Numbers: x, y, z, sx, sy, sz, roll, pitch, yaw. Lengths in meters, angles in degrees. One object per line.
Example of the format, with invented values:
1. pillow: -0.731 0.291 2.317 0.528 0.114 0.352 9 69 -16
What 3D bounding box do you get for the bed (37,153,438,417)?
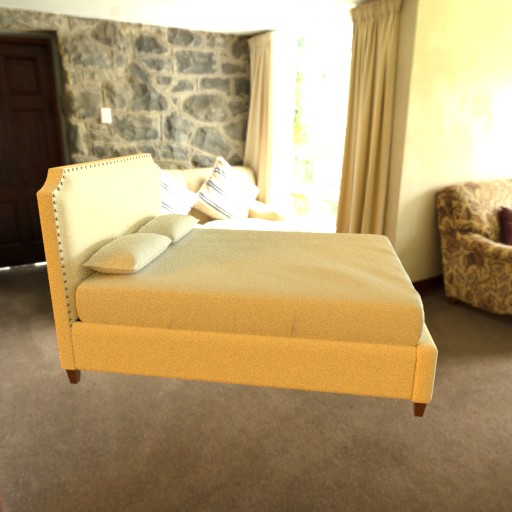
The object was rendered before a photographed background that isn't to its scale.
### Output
1. bed: 0.000 0.000 3.370 2.329 1.415 1.703 3 17 9
